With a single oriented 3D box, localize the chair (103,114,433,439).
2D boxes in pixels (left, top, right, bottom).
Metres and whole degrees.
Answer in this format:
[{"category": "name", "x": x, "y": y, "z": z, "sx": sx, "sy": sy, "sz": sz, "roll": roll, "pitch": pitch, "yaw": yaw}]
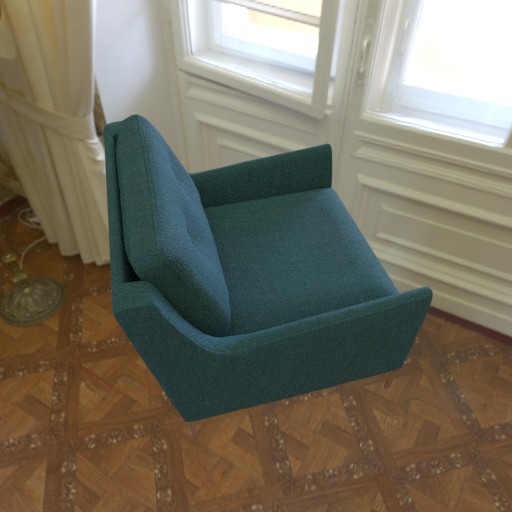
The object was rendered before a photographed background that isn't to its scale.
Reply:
[{"category": "chair", "x": 0.000, "y": 0.000, "z": 1.534, "sx": 0.849, "sy": 0.828, "sz": 0.847, "roll": -11, "pitch": 47, "yaw": -10}]
